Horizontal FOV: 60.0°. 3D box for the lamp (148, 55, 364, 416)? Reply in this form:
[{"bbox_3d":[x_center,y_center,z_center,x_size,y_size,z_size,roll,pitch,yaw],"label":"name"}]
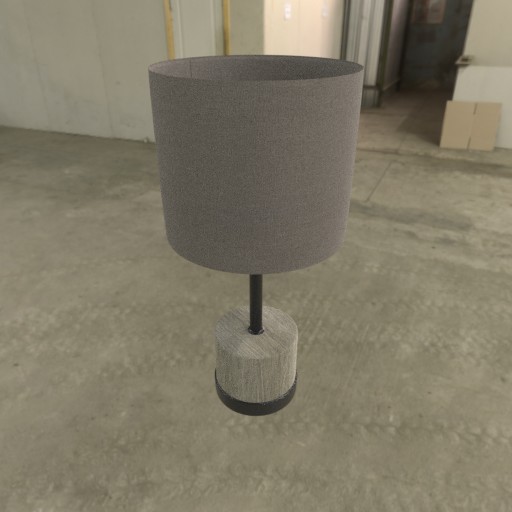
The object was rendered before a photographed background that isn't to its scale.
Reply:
[{"bbox_3d":[0.000,0.000,0.591,0.229,0.470,0.229,-20,35,-32],"label":"lamp"}]
